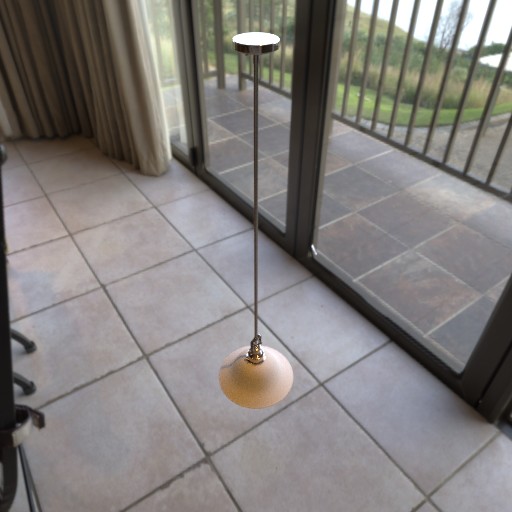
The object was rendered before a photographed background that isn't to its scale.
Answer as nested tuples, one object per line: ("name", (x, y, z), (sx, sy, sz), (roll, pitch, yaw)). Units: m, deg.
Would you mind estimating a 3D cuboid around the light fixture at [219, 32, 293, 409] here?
("light fixture", (0.000, 0.000, 1.493), (0.324, 1.354, 0.324), (26, 46, 27))
